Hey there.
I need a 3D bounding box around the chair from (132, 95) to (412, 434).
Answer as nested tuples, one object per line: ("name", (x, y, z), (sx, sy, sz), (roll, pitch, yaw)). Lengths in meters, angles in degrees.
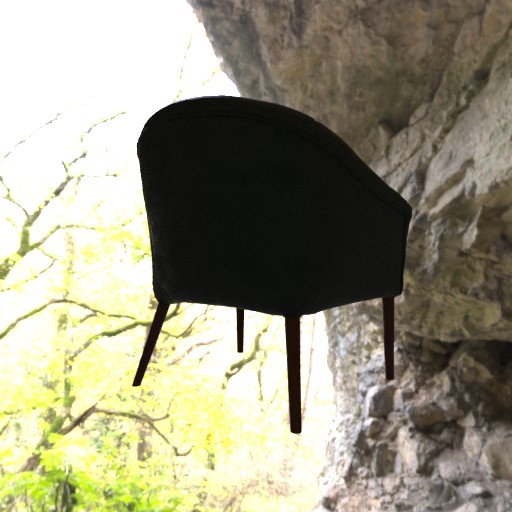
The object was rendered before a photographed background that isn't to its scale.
("chair", (0.000, 0.000, 1.520), (0.851, 0.885, 0.776), (1, 1, 37))
